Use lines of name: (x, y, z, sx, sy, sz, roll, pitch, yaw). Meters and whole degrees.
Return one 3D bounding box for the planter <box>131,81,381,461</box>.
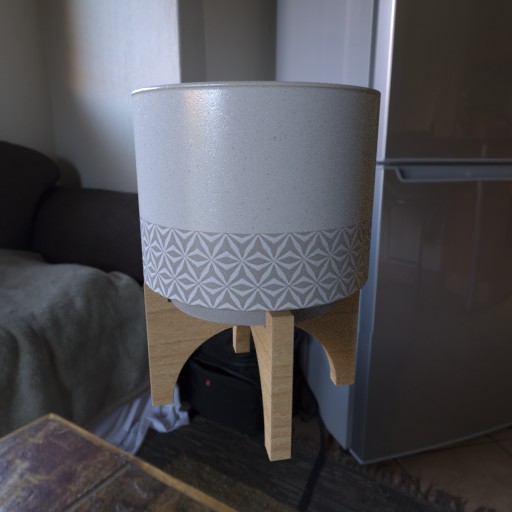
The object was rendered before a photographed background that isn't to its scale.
planter: (0.000, 0.000, 0.501, 0.249, 0.343, 0.249, 0, 15, 0)
